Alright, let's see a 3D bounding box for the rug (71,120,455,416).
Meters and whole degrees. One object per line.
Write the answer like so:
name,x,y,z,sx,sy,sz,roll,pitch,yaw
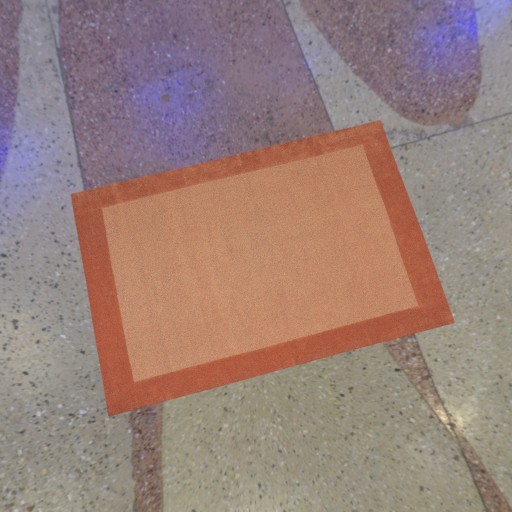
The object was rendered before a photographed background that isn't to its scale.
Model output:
rug,0.000,0.000,2.396,1.829,0.014,1.219,-14,76,-4
